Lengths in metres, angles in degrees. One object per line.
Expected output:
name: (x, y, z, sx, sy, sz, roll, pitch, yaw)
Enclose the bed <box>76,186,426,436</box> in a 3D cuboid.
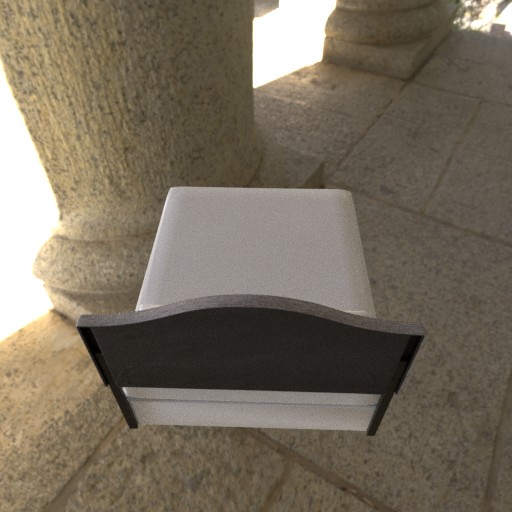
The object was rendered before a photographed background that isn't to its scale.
bed: (0.000, 0.000, 2.965, 1.610, 1.295, 1.870, 1, 45, 1)
